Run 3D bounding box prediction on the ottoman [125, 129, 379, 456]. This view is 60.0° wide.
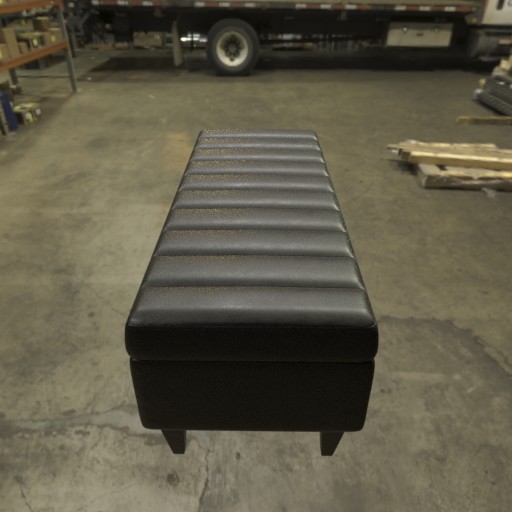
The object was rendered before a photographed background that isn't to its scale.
[{"bbox_3d":[0.000,0.000,1.383,0.482,0.469,1.151,0,33,1],"label":"ottoman"}]
